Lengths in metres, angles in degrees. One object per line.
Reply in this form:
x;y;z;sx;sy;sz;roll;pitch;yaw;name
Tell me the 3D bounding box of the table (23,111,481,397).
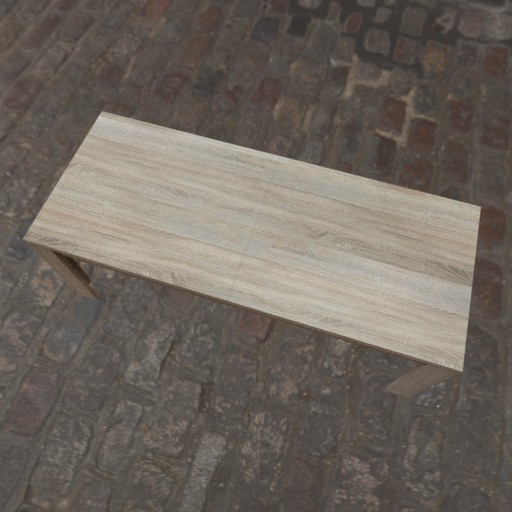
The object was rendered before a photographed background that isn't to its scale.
0.000;0.000;2.647;2.200;0.790;0.900;16;65;8;table
